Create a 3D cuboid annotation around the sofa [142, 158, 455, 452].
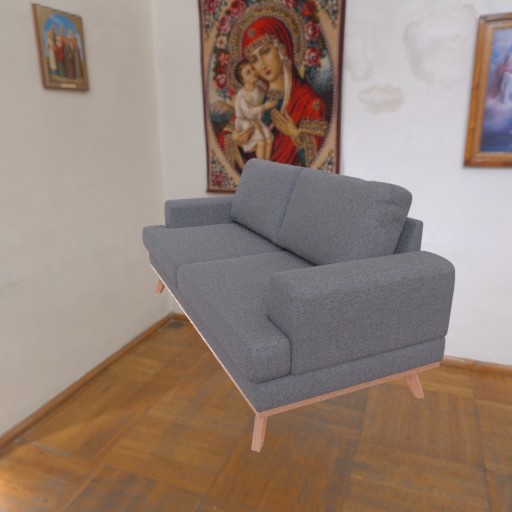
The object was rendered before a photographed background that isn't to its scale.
[{"bbox_3d":[0.000,0.000,2.101,0.785,0.810,1.650,-8,19,-23],"label":"sofa"}]
